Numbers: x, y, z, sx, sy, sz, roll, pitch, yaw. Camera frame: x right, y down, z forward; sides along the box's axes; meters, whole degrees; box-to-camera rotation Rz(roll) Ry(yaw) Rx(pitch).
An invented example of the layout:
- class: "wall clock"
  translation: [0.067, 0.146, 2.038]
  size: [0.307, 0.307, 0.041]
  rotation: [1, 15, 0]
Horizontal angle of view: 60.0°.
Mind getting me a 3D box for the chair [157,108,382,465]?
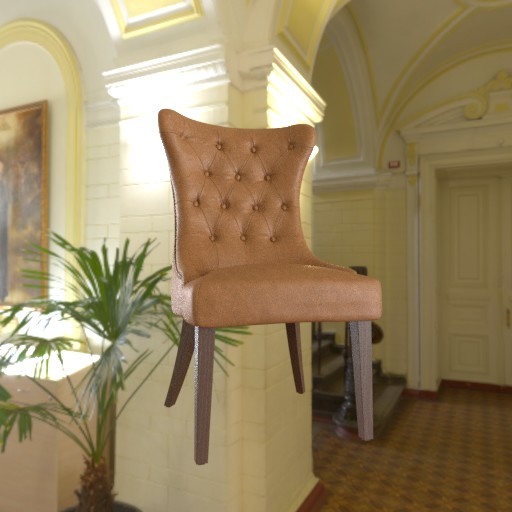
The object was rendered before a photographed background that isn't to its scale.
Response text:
- class: "chair"
  translation: [0.000, 0.000, 1.472]
  size: [0.611, 1.065, 0.669]
  rotation: [0, -1, -19]
